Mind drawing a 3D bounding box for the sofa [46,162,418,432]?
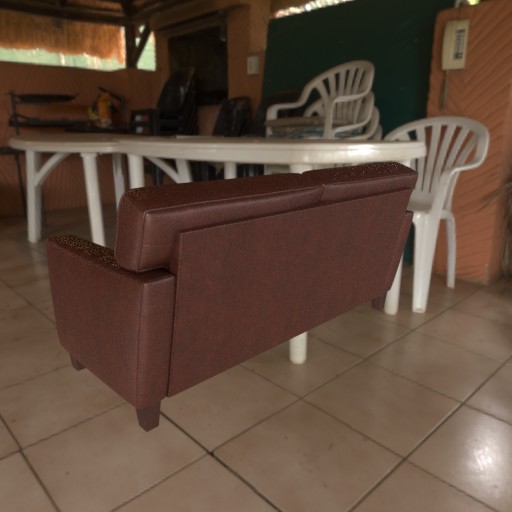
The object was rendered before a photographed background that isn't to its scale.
[{"bbox_3d":[0.000,0.000,2.346,1.876,0.928,0.912,-15,22,-42],"label":"sofa"}]
